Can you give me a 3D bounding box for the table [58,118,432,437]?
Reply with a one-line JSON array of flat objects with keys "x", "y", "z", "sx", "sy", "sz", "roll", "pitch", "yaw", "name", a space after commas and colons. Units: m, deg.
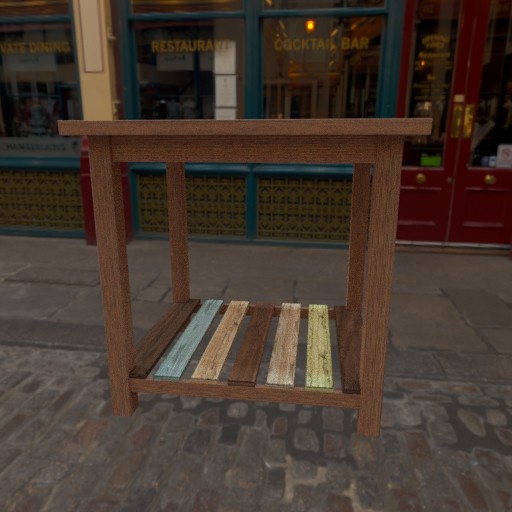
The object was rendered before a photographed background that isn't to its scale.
[{"x": 0.000, "y": 0.000, "z": 1.120, "sx": 0.660, "sy": 0.635, "sz": 0.559, "roll": 2, "pitch": 15, "yaw": 7, "name": "table"}]
